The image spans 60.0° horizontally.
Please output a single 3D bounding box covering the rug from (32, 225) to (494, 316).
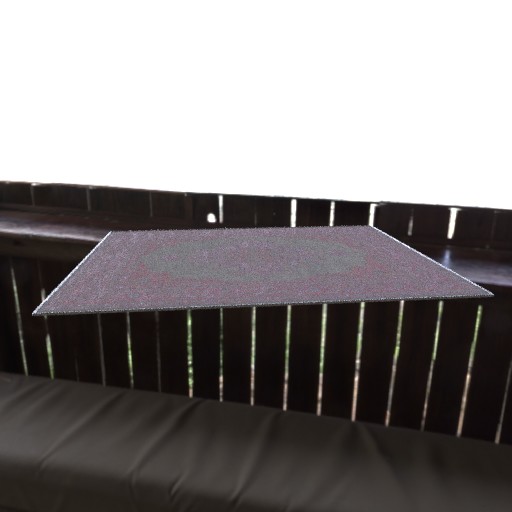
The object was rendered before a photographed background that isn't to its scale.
[{"bbox_3d":[0.000,0.000,4.125,3.123,0.017,2.447,-2,16,-6],"label":"rug"}]
